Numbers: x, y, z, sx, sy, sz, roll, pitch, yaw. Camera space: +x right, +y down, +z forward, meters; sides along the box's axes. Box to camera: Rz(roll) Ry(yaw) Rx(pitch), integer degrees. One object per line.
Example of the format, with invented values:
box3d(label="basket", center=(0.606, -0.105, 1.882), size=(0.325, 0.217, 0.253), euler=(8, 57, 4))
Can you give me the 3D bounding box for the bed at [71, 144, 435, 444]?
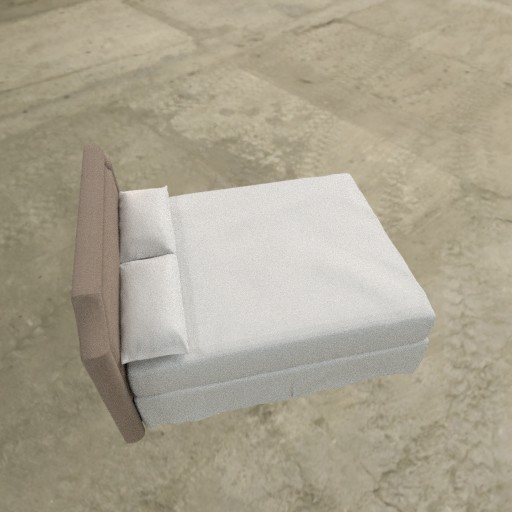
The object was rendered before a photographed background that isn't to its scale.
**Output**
box3d(label="bed", center=(0.000, 0.000, 3.219), size=(2.164, 1.303, 1.828), euler=(-9, 47, -8))
